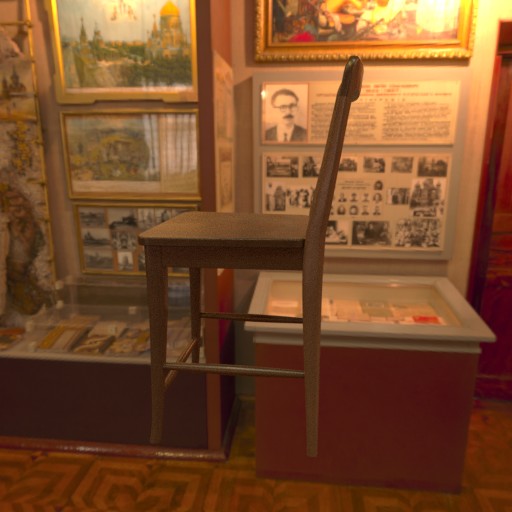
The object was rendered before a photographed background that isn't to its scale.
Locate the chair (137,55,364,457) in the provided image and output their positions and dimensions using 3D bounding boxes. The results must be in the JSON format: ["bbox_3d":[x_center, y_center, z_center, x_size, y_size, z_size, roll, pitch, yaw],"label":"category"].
[{"bbox_3d":[0.000,0.000,1.280,0.546,0.991,0.450,2,14,8],"label":"chair"}]
